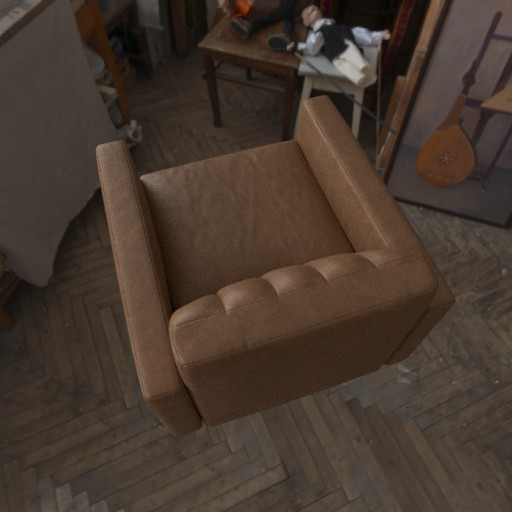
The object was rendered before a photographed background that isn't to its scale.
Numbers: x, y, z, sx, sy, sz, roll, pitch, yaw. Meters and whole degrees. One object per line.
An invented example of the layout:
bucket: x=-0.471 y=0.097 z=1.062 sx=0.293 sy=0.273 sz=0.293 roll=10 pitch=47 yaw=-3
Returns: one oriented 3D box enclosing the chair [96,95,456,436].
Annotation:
chair: x=0.000 y=0.000 z=1.625 sx=0.953 sy=0.819 sz=0.998 roll=-16 pitch=59 yaw=-10
